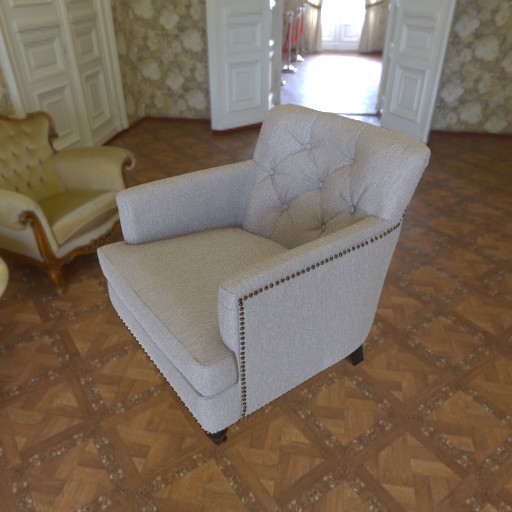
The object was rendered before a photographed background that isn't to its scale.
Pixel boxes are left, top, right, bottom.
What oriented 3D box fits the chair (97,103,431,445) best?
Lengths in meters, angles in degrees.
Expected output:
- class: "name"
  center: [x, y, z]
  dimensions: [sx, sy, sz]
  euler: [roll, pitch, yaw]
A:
- class: "chair"
  center: [0.000, 0.000, 1.533]
  dimensions: [0.902, 0.823, 0.737]
  euler: [-21, 37, -30]
